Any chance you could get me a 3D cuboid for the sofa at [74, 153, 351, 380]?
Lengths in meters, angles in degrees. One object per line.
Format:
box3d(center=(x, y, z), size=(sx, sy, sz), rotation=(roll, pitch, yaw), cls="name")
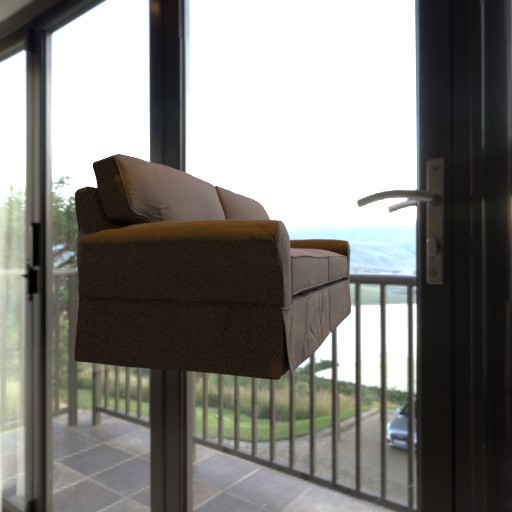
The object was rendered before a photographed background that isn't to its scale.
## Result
box3d(center=(0.000, 0.000, 2.803), size=(0.991, 0.943, 2.248), rotation=(0, 0, 19), cls="sofa")
